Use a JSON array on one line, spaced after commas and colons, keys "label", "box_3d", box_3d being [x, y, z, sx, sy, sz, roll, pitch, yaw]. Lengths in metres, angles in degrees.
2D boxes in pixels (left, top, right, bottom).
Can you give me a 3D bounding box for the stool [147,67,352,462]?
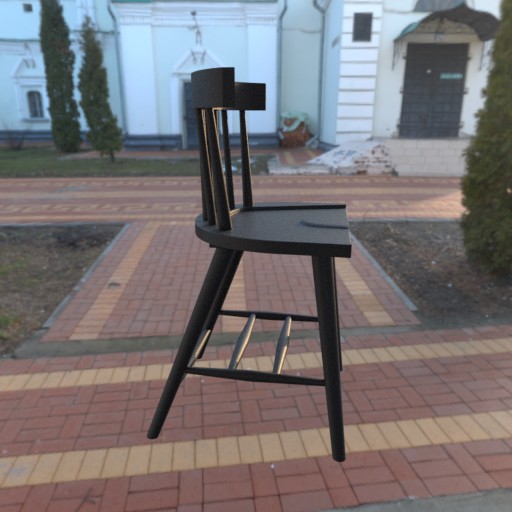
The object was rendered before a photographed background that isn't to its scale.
[{"label": "stool", "box_3d": [0.000, 0.000, 1.266, 0.549, 0.953, 0.494, 3, 18, 9]}]
